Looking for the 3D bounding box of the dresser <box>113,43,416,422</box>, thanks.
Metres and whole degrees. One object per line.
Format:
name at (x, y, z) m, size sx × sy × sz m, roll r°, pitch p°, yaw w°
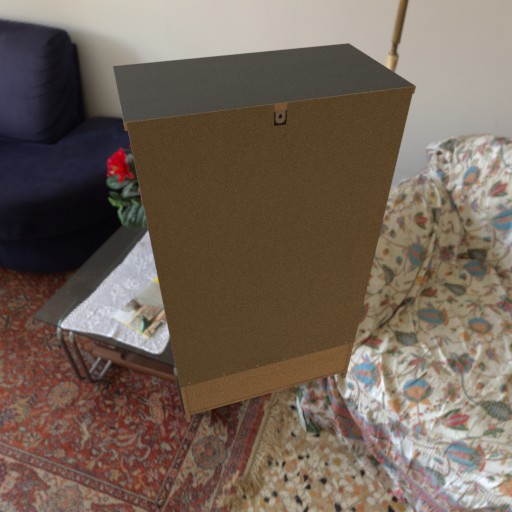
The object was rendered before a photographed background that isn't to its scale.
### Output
dresser at (0.000, 0.000, 1.565) m, size 0.704 × 1.255 × 0.399 m, roll -12°, pitch 43°, yaw -13°
